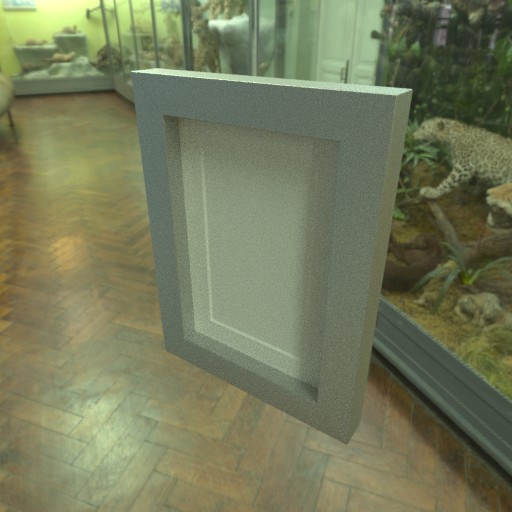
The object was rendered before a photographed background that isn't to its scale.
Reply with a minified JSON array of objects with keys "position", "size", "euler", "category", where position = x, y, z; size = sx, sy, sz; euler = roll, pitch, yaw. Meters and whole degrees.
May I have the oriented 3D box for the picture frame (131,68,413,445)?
[{"position":[0.000,0.000,0.277],"size":[0.157,0.208,0.028],"euler":[18,33,30],"category":"picture frame"}]
